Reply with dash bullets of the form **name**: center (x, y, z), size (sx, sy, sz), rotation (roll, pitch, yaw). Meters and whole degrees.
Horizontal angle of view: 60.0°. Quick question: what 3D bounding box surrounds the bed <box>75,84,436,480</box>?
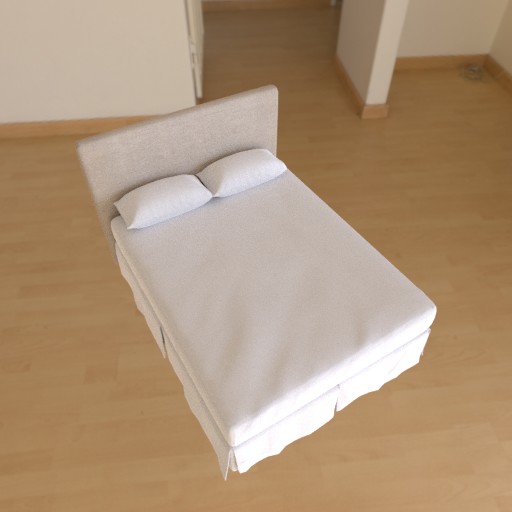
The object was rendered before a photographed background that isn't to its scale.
- **bed**: center (0.000, 0.000, 3.209), size (1.713, 1.330, 2.162), rotation (-24, 52, -21)
